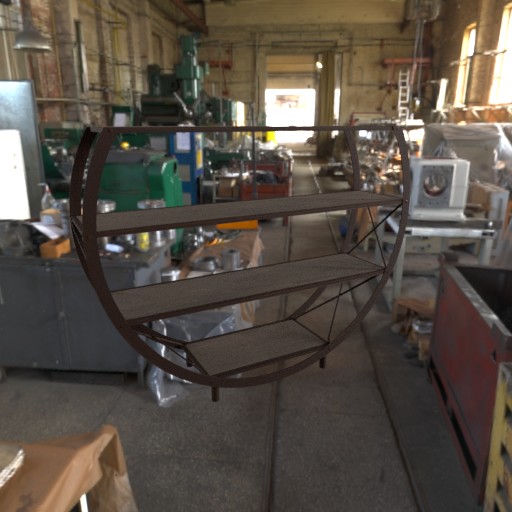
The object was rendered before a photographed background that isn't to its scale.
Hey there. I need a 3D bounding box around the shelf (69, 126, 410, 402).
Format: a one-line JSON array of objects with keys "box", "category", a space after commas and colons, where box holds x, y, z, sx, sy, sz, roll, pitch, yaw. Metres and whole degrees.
[{"box": [0.000, 0.000, 1.893, 1.403, 1.063, 0.344, -9, 19, -27], "category": "shelf"}]
